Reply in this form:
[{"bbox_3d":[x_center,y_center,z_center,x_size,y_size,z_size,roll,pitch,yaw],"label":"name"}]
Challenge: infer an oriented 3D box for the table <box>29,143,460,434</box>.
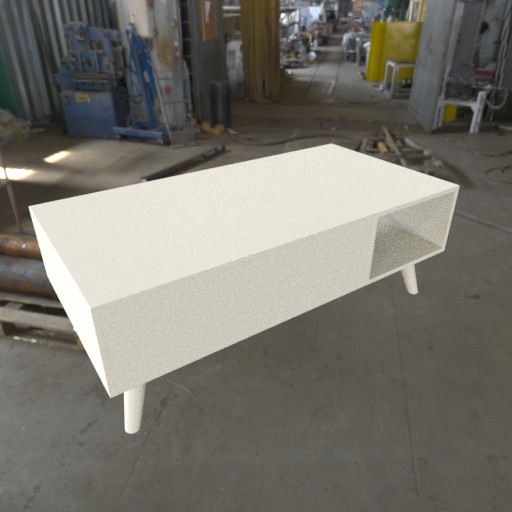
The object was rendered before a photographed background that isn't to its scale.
[{"bbox_3d":[0.000,0.000,1.476,1.194,0.432,0.609,-19,34,-29],"label":"table"}]
